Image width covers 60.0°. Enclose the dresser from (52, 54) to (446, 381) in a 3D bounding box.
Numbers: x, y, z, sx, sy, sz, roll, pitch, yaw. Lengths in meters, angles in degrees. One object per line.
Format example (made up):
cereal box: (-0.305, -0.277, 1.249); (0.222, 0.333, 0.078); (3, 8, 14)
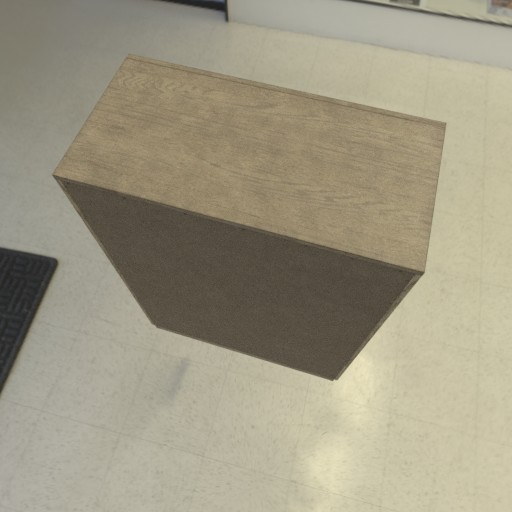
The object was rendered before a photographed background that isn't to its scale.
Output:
dresser: (0.000, 0.000, 1.774); (0.967, 1.295, 0.483); (15, 64, 8)
